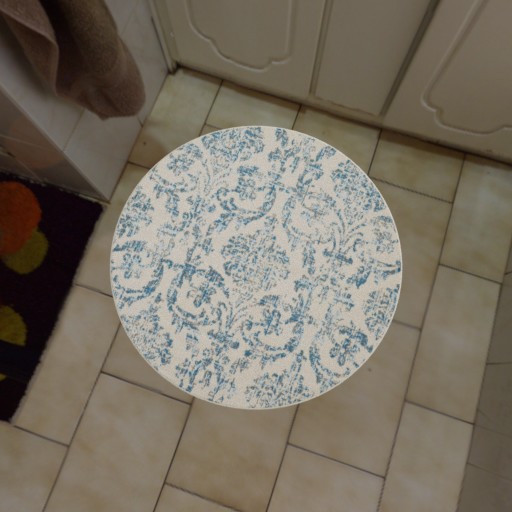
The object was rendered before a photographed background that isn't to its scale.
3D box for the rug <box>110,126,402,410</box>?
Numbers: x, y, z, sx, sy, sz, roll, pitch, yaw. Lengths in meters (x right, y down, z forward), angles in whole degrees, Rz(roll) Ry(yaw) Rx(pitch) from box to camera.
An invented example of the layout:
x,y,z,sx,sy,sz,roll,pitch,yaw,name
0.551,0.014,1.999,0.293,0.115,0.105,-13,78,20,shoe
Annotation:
x,y,z,sx,sy,sz,roll,pitch,yaw,name
0.000,0.000,2.421,1.593,0.012,1.593,0,75,0,rug
